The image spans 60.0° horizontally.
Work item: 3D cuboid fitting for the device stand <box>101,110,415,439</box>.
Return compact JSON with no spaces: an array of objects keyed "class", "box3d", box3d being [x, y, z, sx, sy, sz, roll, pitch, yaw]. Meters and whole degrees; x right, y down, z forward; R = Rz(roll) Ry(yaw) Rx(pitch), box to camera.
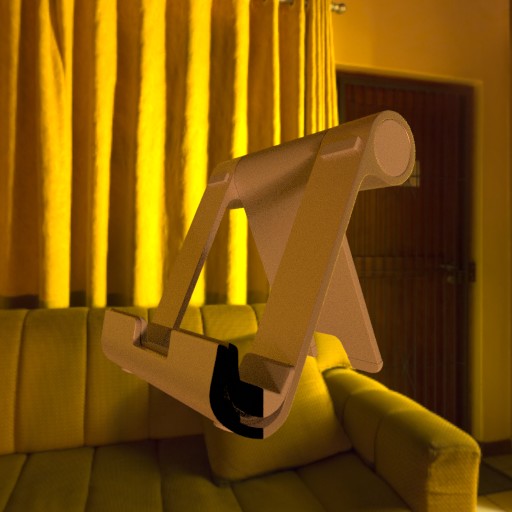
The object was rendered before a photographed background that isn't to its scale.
[{"class":"device stand","box3d":[0.000,0.000,0.152,0.079,0.084,0.086,0,0,-36]}]
